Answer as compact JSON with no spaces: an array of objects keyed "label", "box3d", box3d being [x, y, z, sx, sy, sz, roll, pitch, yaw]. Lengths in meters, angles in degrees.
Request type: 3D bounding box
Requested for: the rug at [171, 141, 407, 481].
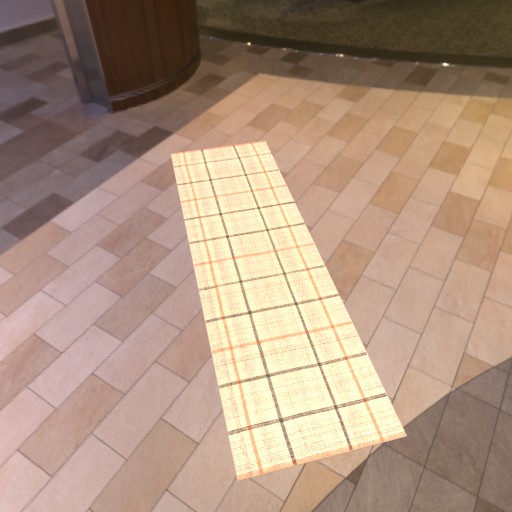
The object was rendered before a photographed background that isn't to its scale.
[{"label":"rug","box3d":[0.000,0.000,2.700,0.762,0.008,2.439,-10,47,-10]}]
